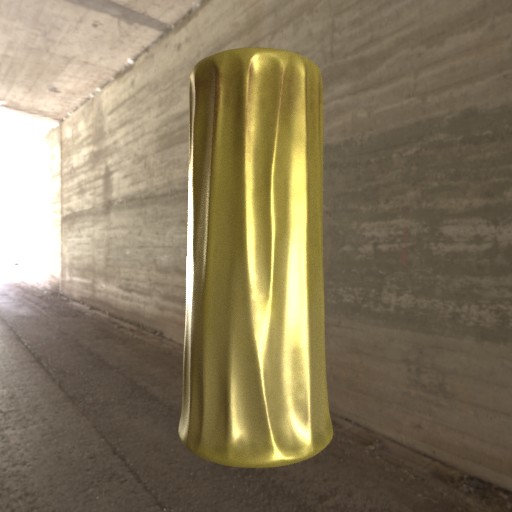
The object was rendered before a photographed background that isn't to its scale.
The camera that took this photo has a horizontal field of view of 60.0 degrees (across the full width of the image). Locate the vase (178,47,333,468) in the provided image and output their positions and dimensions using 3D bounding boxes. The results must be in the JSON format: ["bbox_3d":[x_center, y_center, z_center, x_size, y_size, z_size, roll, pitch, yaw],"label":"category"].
[{"bbox_3d":[0.000,0.000,0.177,0.061,0.143,0.061,0,1,0],"label":"vase"}]
